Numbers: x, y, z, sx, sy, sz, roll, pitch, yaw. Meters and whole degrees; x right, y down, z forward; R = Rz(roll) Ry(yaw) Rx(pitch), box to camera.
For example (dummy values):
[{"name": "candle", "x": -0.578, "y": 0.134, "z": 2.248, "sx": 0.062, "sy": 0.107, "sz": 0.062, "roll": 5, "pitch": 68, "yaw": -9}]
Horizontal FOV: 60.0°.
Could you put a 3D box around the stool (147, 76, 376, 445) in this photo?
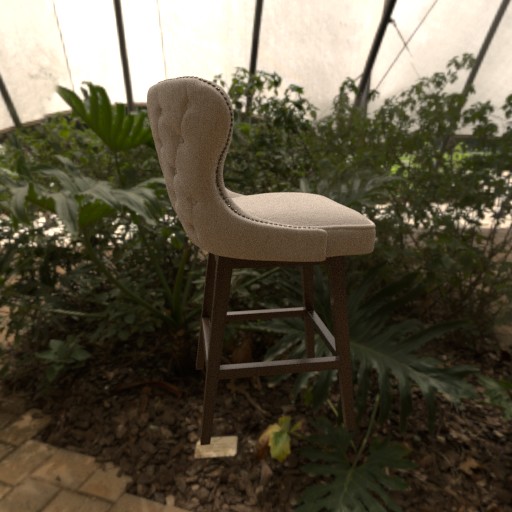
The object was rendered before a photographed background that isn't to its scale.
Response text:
[{"name": "stool", "x": 0.000, "y": 0.000, "z": 1.363, "sx": 0.597, "sy": 0.972, "sz": 0.615, "roll": -2, "pitch": 16, "yaw": -9}]
